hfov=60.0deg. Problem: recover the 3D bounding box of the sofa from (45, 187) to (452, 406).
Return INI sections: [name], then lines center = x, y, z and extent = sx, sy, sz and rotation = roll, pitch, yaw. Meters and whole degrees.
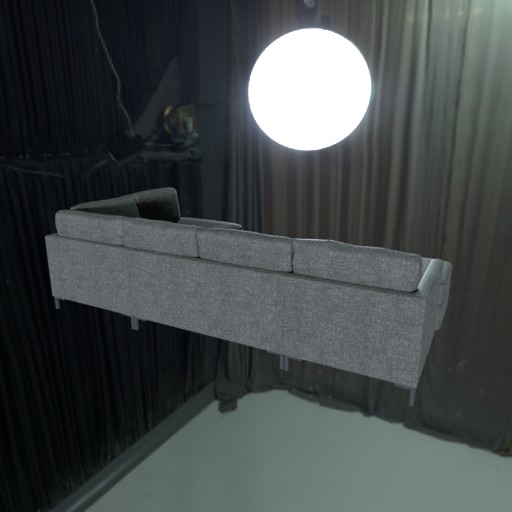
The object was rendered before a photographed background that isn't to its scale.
[sofa]
center = 0.000, 0.000, 4.270
extent = 3.423, 0.999, 2.048
rotation = 8, 18, 27
